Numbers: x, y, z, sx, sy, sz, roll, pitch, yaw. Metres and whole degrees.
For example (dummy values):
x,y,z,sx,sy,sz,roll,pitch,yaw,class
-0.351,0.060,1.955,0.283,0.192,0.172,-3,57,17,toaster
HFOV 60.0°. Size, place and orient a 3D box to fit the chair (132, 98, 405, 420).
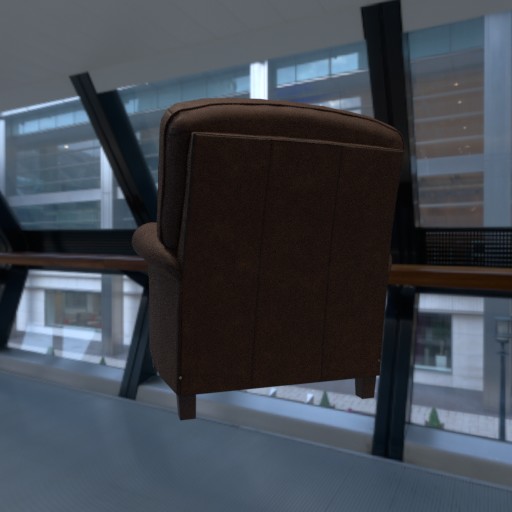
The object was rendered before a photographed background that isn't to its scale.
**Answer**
x,y,z,sx,sy,sz,roll,pitch,yaw,class
0.000,0.000,1.775,0.936,1.018,0.986,0,1,-18,chair
